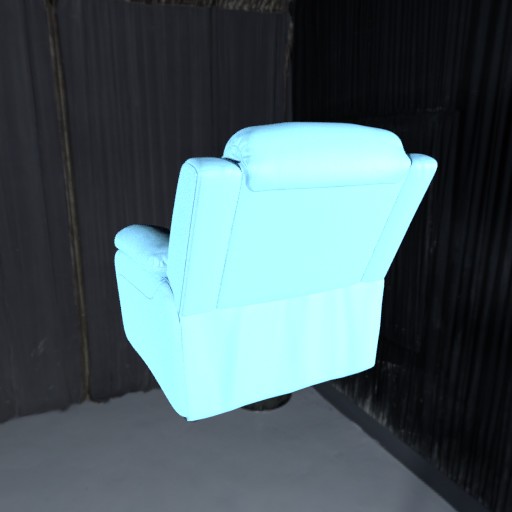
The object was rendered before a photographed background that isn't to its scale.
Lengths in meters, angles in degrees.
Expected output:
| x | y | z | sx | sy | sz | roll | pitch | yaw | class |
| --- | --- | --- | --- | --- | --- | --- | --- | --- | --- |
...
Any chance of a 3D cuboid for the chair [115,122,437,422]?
| x | y | z | sx | sy | sz | roll | pitch | yaw | class |
| --- | --- | --- | --- | --- | --- | --- | --- | --- | --- |
| 0.000 | 0.000 | 1.248 | 0.680 | 0.702 | 0.709 | -7 | 16 | -27 | chair |
